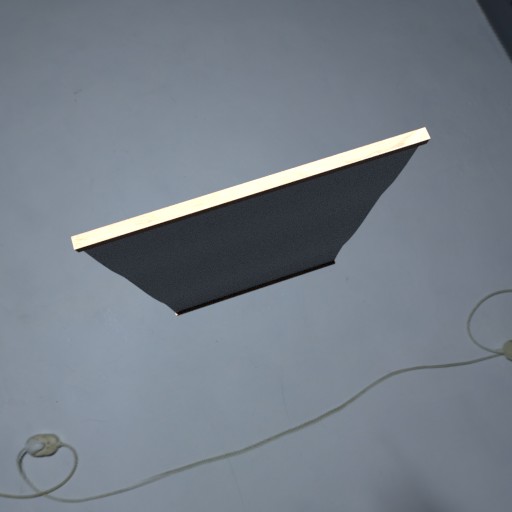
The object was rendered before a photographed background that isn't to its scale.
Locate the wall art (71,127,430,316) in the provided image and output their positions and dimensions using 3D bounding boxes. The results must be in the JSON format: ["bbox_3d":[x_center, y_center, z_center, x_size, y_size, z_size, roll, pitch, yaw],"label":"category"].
[{"bbox_3d":[0.000,0.000,0.640,0.332,0.508,0.012,-18,77,-4],"label":"wall art"}]
